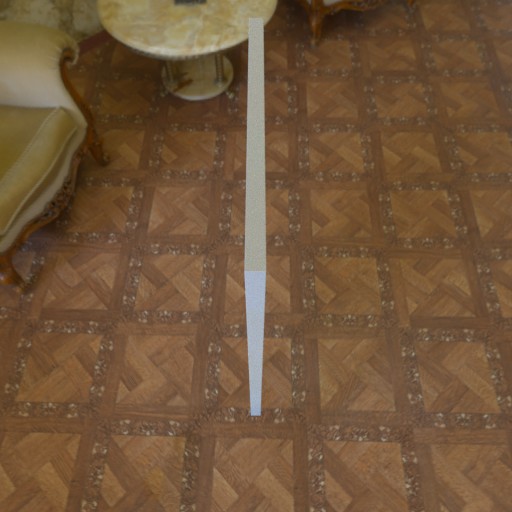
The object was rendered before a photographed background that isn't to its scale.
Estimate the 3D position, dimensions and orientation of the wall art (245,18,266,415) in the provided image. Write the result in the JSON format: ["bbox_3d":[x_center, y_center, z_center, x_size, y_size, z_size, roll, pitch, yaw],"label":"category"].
[{"bbox_3d":[0.000,0.000,1.449,0.038,1.143,0.764,0,58,0],"label":"wall art"}]
